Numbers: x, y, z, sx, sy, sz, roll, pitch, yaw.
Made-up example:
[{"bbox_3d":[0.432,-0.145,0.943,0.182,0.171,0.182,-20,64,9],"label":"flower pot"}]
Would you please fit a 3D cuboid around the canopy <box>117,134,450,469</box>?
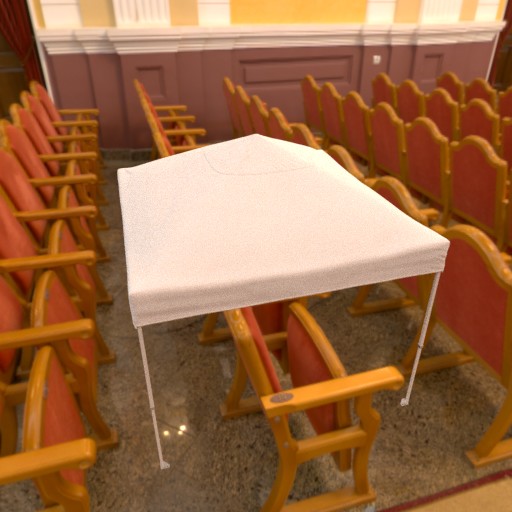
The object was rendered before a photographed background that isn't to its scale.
[{"bbox_3d":[0.000,0.000,5.443,2.996,2.997,2.998,-9,32,-14],"label":"canopy"}]
